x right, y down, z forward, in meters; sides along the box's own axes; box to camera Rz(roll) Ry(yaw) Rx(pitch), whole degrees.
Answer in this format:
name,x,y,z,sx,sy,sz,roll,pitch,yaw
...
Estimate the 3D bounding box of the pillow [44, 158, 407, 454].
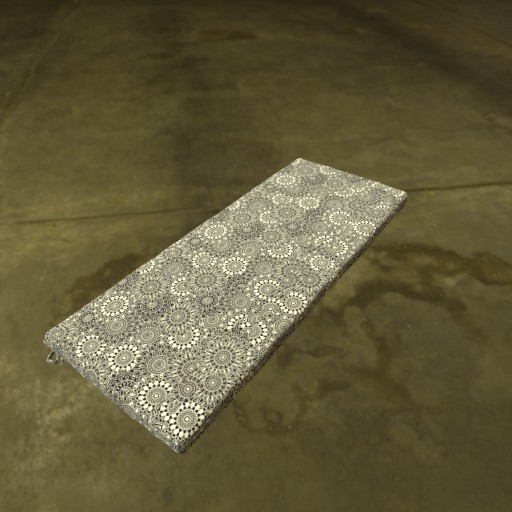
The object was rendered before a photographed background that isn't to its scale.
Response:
name,x,y,z,sx,sy,sz,roll,pitch,yaw
pillow,0.000,0.000,1.326,0.492,0.081,1.187,25,46,27
